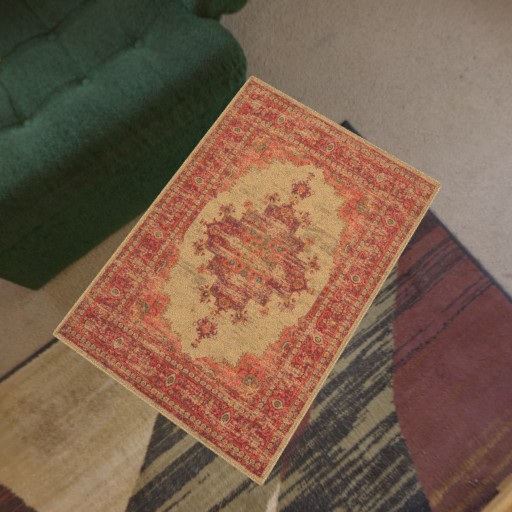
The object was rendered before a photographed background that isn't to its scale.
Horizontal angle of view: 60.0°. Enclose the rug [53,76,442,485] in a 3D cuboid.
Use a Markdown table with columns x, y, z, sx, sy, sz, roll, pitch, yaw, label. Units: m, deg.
| x | y | z | sx | sy | sz | roll | pitch | yaw | label |
| --- | --- | --- | --- | --- | --- | --- | --- | --- | --- |
| 0.000 | 0.000 | 2.872 | 1.555 | 0.011 | 2.232 | 33 | 78 | 8 | rug |
